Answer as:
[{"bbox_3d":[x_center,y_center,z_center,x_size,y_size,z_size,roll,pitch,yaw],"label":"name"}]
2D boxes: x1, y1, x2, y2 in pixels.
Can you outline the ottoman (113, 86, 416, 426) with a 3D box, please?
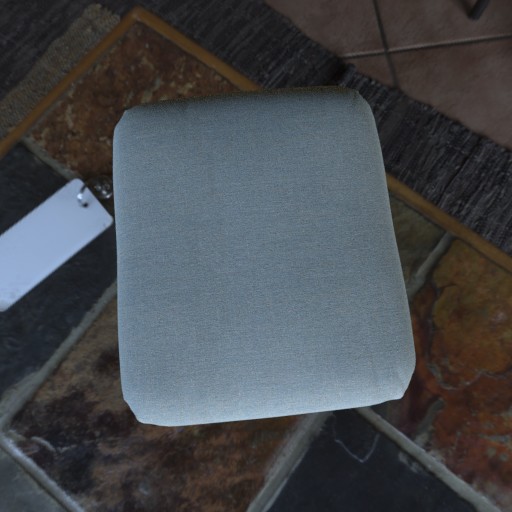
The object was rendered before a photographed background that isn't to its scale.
[{"bbox_3d":[0.000,0.000,1.119,0.622,0.450,0.747,-6,77,-1],"label":"ottoman"}]
